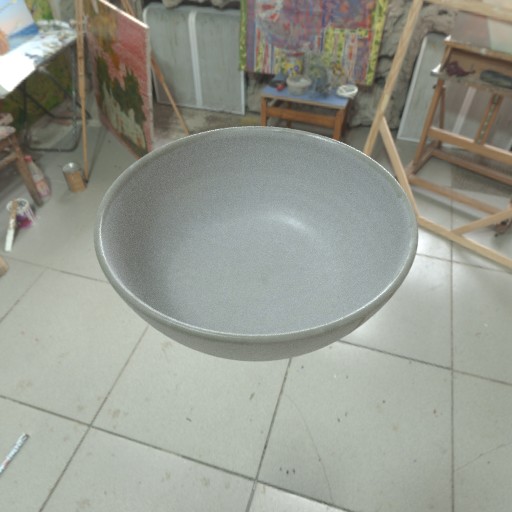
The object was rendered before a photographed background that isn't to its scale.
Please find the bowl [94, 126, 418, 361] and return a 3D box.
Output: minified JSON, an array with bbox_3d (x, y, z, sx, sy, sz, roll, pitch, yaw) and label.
[{"bbox_3d":[0.000,0.000,0.419,0.268,0.121,0.268,0,46,0],"label":"bowl"}]
